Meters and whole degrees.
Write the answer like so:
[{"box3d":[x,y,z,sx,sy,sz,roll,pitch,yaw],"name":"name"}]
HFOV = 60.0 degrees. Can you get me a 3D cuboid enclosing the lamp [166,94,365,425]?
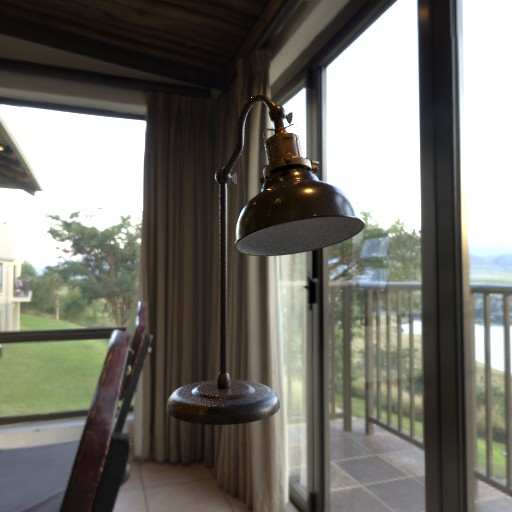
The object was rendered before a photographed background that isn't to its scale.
[{"box3d":[0.000,0.000,0.695,0.192,0.508,0.374,1,-2,-37],"name":"lamp"}]
